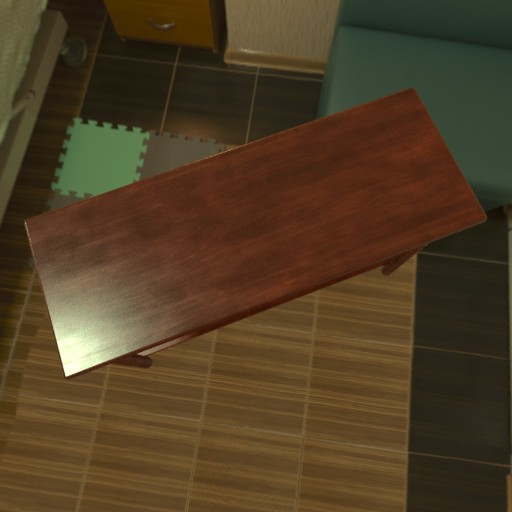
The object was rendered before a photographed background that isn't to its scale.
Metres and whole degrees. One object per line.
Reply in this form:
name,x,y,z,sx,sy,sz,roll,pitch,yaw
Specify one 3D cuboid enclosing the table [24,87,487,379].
table,0.000,0.000,1.557,1.184,0.740,0.459,-20,75,-6
